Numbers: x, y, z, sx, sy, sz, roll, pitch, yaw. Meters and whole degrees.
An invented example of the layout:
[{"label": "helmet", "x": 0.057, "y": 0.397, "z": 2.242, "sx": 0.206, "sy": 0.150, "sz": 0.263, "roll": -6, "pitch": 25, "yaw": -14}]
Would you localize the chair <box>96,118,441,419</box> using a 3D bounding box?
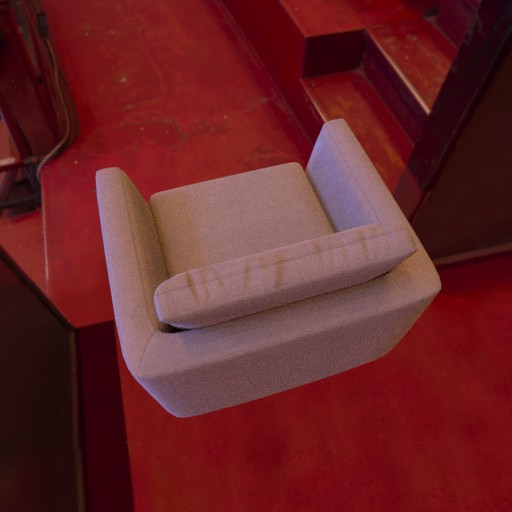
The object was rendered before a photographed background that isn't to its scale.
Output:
[{"label": "chair", "x": 0.000, "y": 0.000, "z": 1.709, "sx": 1.041, "sy": 0.864, "sz": 0.889, "roll": -14, "pitch": 58, "yaw": -9}]
